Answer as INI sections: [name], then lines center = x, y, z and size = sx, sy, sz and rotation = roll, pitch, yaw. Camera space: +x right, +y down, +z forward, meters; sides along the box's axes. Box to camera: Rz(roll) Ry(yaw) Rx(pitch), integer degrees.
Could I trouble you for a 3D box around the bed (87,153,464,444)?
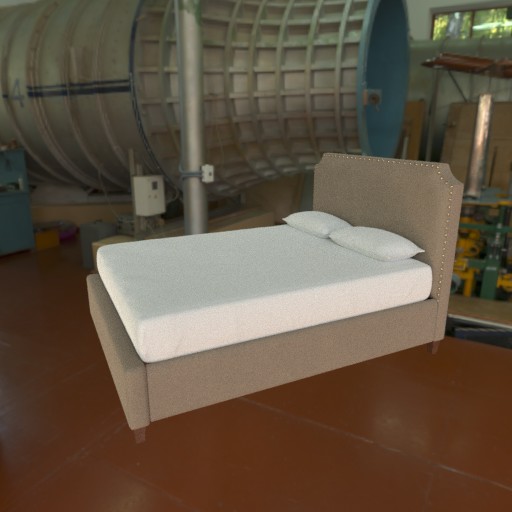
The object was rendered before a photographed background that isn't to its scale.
[bed]
center = 0.000, 0.000, 3.403
size = 2.329, 1.415, 1.703
rotation = -8, 18, -25
